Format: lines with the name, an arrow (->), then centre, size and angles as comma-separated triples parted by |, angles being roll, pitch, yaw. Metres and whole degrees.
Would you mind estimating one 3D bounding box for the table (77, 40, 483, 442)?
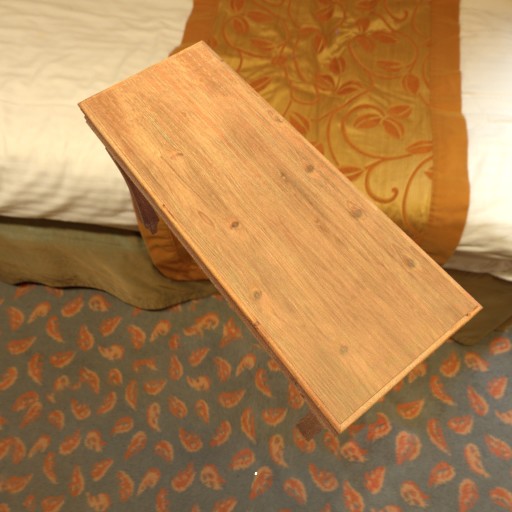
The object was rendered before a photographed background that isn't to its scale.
table -> 0.000, 0.000, 1.743 | 0.522, 0.873, 1.330 | -35, 69, -16
